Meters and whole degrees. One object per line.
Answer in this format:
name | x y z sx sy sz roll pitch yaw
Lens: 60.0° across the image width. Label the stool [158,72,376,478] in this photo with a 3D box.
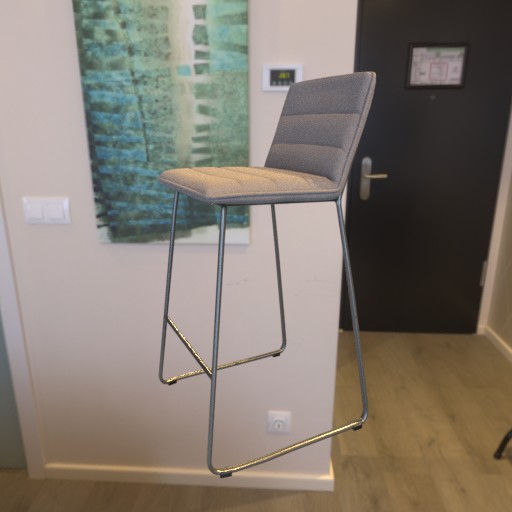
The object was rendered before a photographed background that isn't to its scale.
stool | 0.000 0.000 1.248 0.490 0.960 0.490 -8 18 -26
